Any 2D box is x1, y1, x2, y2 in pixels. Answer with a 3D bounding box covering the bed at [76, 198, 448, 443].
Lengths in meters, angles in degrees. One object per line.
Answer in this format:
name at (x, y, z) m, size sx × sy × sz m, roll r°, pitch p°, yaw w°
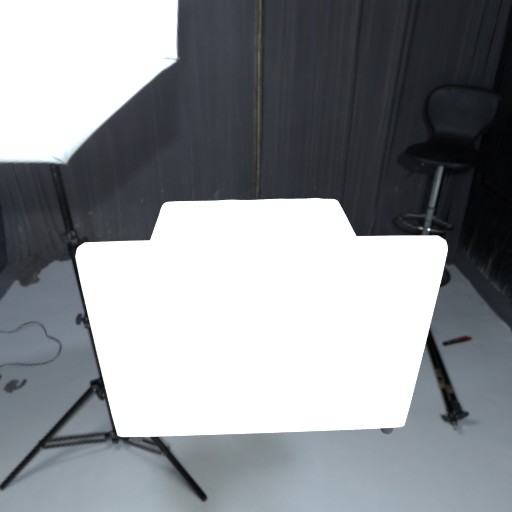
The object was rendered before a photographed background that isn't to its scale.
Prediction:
bed at (0.000, 0.000, 3.197) m, size 1.748 × 1.330 × 2.142 m, roll -1°, pitch 30°, yaw -2°
